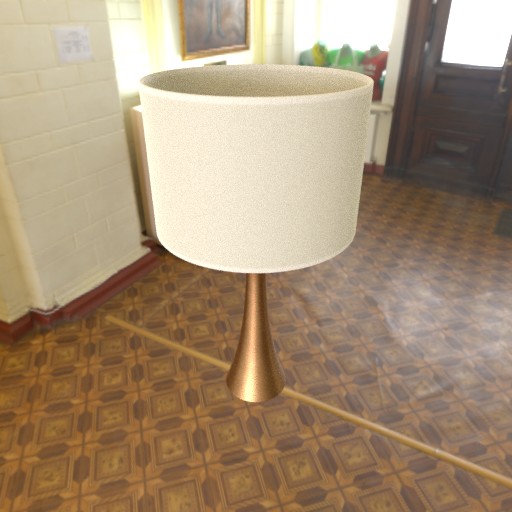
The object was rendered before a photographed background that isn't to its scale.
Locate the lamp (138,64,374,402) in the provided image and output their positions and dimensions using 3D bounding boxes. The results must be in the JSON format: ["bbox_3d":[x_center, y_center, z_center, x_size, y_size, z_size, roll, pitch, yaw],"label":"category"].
[{"bbox_3d":[0.000,0.000,0.634,0.268,0.479,0.268,-8,30,-14],"label":"lamp"}]
